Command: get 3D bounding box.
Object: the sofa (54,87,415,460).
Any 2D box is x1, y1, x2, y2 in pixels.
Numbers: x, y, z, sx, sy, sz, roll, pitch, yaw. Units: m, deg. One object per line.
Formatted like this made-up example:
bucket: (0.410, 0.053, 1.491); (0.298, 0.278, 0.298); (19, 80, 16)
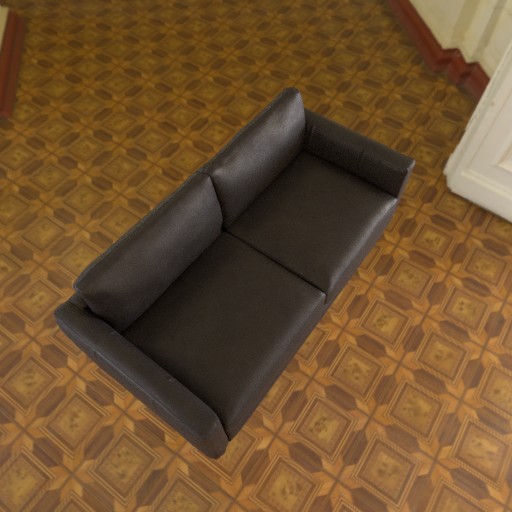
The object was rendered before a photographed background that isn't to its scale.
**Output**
sofa: (0.000, 0.000, 2.323); (0.947, 0.883, 1.805); (30, 62, 18)
